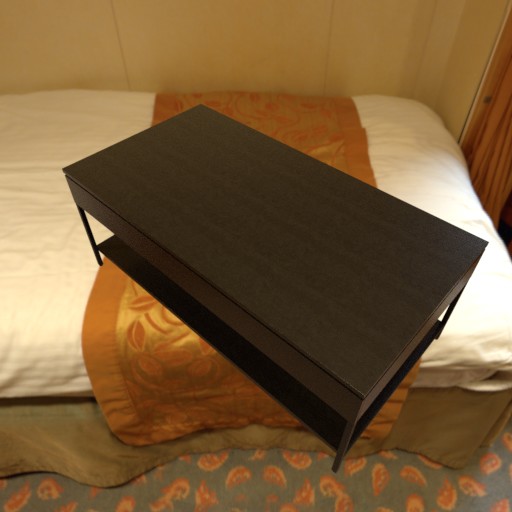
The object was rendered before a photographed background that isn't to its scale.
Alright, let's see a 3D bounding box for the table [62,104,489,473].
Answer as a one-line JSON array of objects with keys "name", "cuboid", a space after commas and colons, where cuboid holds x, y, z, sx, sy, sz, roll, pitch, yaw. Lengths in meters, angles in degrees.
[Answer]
[{"name": "table", "cuboid": [0.000, 0.000, 1.401, 1.095, 0.435, 0.574, 34, 54, 28]}]
